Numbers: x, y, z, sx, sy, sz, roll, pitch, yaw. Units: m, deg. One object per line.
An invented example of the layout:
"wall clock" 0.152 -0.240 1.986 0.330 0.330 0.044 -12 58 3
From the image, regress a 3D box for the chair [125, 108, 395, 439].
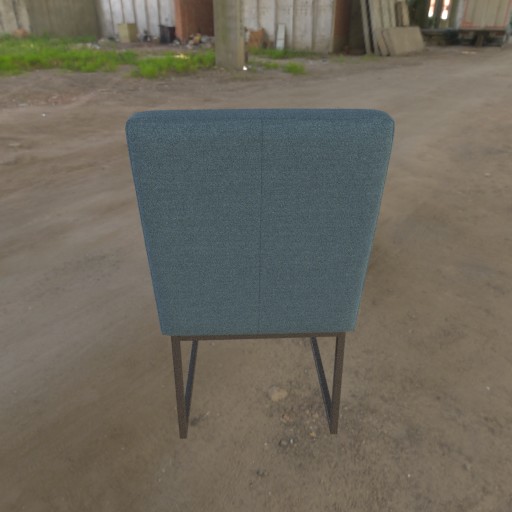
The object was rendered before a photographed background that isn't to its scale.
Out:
"chair" 0.000 0.000 1.300 0.520 0.930 0.634 -1 29 -2
